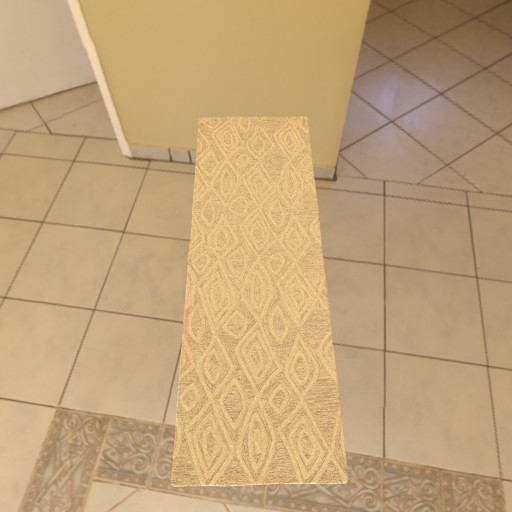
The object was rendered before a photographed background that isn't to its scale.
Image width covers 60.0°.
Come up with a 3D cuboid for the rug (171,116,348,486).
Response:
[{"bbox_3d":[0.000,0.000,2.639,0.807,0.013,2.436,-1,58,0],"label":"rug"}]
